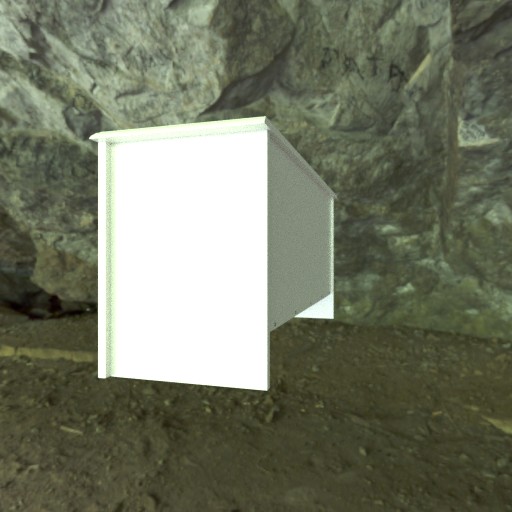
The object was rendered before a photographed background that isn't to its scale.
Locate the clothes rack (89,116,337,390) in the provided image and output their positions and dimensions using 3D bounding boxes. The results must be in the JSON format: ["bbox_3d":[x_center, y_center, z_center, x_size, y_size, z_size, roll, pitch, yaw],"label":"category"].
[{"bbox_3d":[0.000,0.000,1.510,0.405,0.558,1.218,0,0,17],"label":"clothes rack"}]
